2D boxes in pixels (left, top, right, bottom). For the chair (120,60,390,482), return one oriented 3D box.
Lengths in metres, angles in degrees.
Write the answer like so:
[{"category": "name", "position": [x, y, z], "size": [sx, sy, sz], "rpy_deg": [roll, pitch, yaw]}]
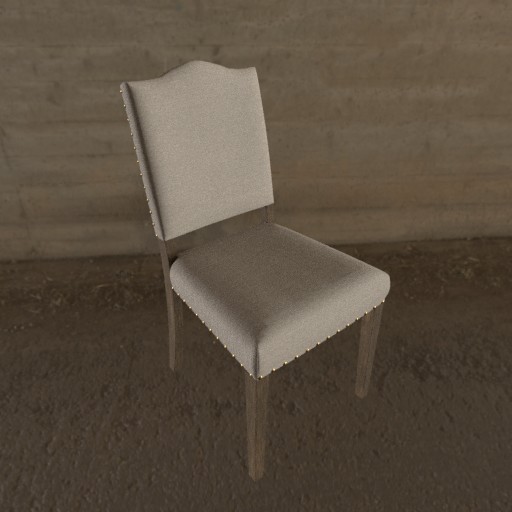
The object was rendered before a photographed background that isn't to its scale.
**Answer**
[{"category": "chair", "position": [0.000, 0.000, 1.317], "size": [0.508, 1.020, 0.620], "rpy_deg": [-23, 38, -33]}]
